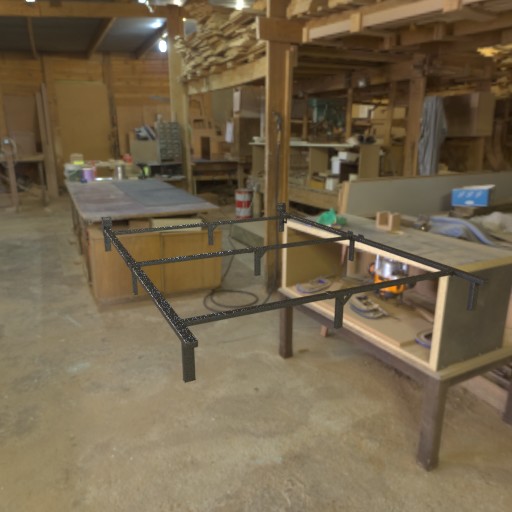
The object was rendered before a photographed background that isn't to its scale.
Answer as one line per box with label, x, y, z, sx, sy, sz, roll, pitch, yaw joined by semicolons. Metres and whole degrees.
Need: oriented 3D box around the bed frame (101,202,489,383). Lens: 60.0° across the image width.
bed frame;0.000;0.000;2.658;1.498;0.248;1.990;-8;18;-25
